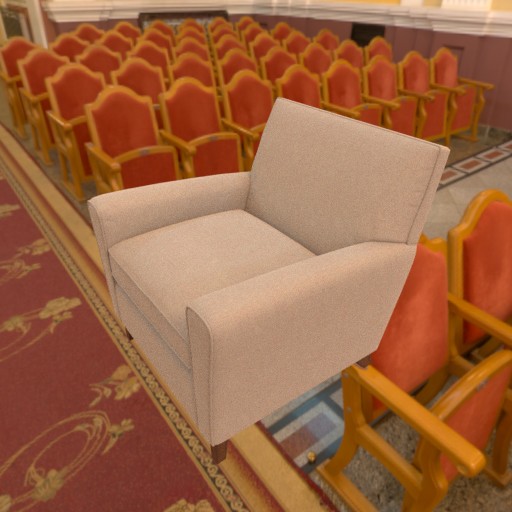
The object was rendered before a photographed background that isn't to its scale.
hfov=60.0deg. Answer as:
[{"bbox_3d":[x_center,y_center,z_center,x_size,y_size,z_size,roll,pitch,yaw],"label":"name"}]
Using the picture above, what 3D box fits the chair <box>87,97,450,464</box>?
[{"bbox_3d":[0.000,0.000,1.568,0.871,0.846,0.840,-21,38,-30],"label":"chair"}]
